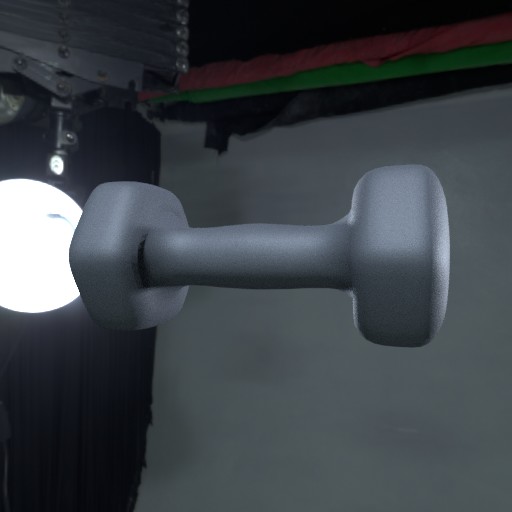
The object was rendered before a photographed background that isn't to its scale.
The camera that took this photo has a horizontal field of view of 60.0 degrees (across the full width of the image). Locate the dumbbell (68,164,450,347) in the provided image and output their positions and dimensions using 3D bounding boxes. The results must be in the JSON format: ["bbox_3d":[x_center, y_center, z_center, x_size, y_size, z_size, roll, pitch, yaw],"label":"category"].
[{"bbox_3d":[0.000,0.000,0.300,0.240,0.105,0.116,0,0,18],"label":"dumbbell"}]
